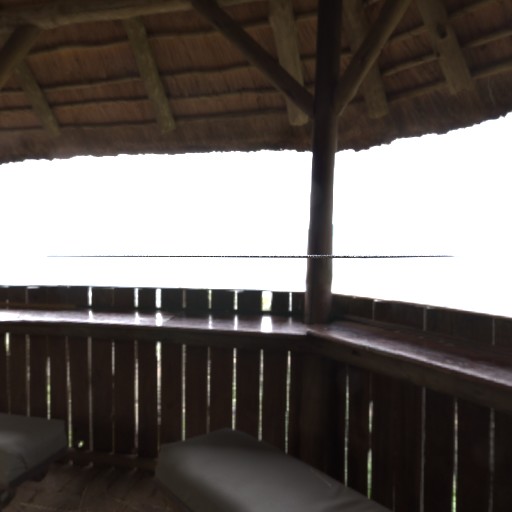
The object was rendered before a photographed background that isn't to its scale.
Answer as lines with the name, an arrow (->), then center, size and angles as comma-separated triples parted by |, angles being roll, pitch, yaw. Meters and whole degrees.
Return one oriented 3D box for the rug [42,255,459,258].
rug -> 0.000, 0.000, 3.876 | 2.910, 0.013, 2.256 | 0, 0, 35
